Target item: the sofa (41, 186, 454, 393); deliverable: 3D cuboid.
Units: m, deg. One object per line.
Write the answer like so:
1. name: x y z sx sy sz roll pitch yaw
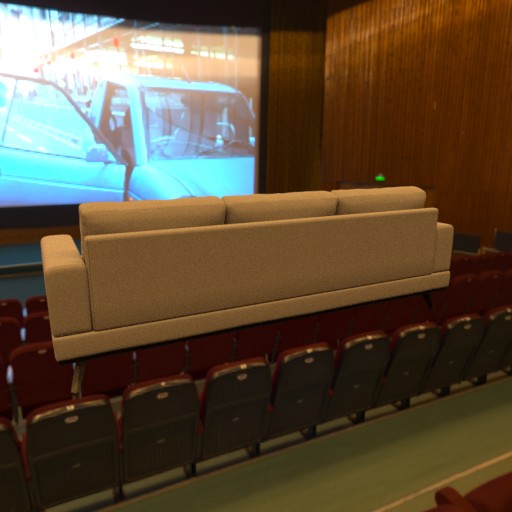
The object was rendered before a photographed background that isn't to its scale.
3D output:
1. sofa: 0.000 0.000 2.670 2.310 0.810 0.920 -7 15 -26
